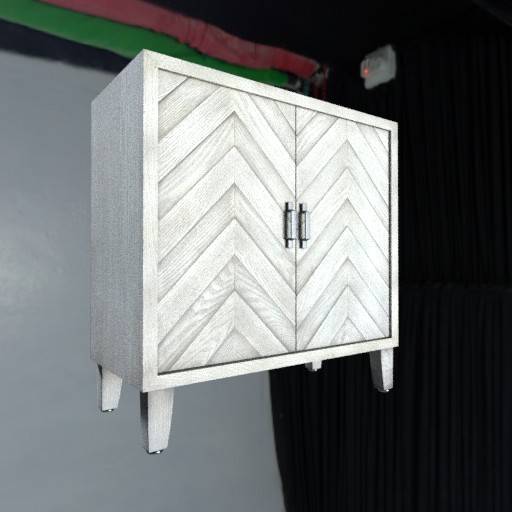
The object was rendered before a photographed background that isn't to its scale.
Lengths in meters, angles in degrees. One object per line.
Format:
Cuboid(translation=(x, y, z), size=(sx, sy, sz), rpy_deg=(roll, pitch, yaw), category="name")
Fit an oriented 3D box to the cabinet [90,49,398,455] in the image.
Cuboid(translation=(0.000, 0.000, 1.214), size=(0.781, 0.787, 0.370), rpy_deg=(0, -1, -36), category="cabinet")
